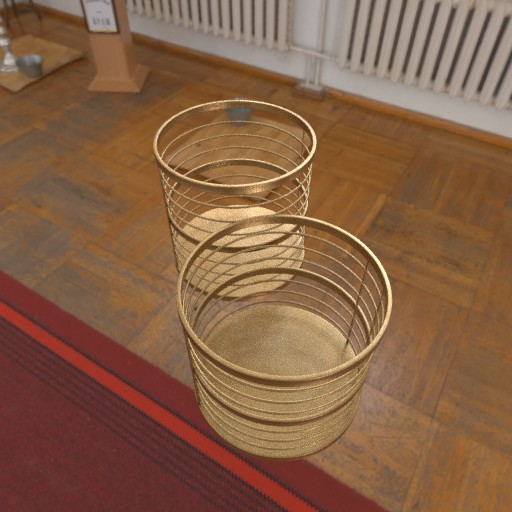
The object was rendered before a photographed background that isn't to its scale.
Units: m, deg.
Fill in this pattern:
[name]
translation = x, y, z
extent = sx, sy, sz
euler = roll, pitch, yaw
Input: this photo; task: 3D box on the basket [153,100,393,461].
[basket]
translation = 0.000, 0.000, 0.961
extent = 0.356, 0.351, 0.746
euler = -10, 46, -9
